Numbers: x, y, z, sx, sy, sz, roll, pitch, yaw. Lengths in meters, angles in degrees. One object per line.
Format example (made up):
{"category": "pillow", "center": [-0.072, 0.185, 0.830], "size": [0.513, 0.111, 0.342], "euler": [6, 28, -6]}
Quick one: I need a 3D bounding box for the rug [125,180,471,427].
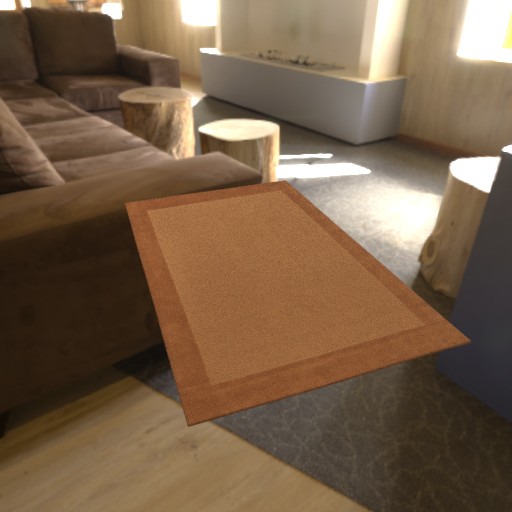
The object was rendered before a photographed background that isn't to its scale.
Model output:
{"category": "rug", "center": [0.000, 0.000, 3.092], "size": [1.524, 0.014, 2.438], "euler": [-11, 33, -17]}
